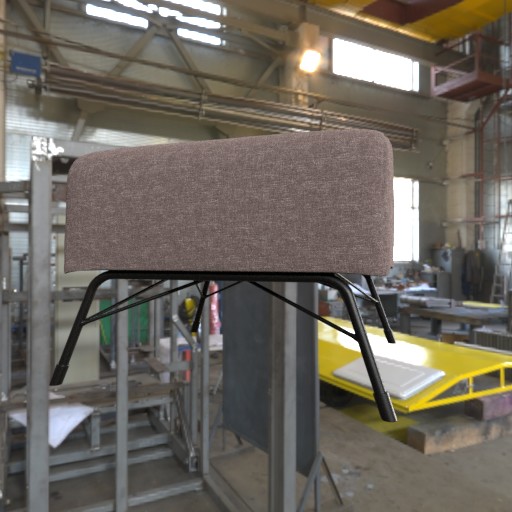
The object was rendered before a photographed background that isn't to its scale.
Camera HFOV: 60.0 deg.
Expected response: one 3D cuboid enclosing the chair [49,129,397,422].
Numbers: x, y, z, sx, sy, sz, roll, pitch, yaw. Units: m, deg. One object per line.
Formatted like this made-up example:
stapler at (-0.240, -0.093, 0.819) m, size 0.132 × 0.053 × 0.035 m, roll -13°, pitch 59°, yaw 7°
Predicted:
chair at (0.000, 0.000, 0.876) m, size 0.530 × 0.410 × 0.530 m, roll 0°, pitch 0°, yaw 17°
